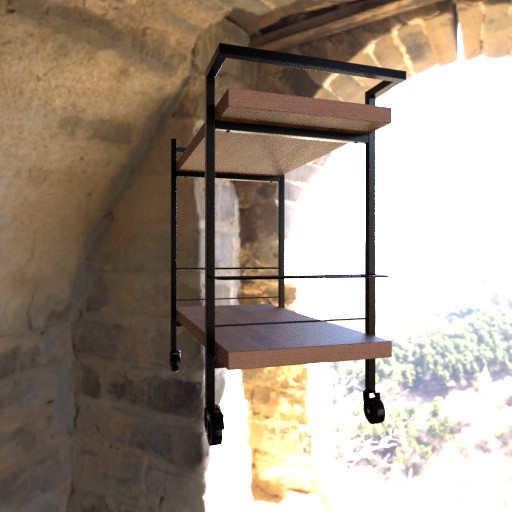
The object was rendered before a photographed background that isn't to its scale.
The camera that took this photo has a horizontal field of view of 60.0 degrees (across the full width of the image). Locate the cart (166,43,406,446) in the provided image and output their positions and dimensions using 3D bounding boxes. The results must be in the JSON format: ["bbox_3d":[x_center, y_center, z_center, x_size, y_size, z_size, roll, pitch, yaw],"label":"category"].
[{"bbox_3d":[0.000,0.000,1.236,0.406,0.762,0.806,0,0,-18],"label":"cart"}]
